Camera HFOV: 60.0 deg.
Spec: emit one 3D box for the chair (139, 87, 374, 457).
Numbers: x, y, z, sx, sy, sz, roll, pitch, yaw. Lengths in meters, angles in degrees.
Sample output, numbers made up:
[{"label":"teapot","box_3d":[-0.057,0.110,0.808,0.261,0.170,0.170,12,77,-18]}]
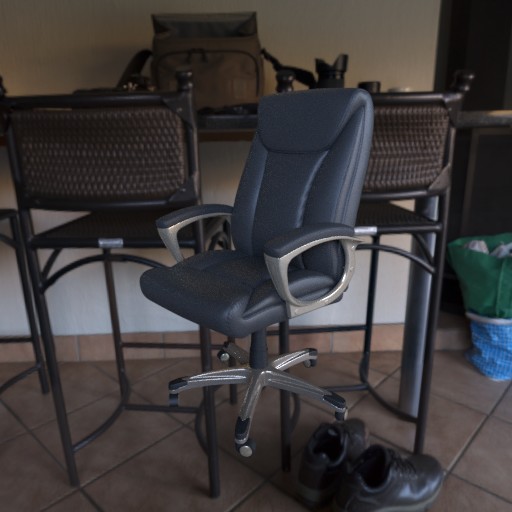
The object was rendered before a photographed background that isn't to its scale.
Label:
[{"label":"chair","box_3d":[0.000,0.000,1.632,0.694,1.188,0.748,15,21,43]}]
